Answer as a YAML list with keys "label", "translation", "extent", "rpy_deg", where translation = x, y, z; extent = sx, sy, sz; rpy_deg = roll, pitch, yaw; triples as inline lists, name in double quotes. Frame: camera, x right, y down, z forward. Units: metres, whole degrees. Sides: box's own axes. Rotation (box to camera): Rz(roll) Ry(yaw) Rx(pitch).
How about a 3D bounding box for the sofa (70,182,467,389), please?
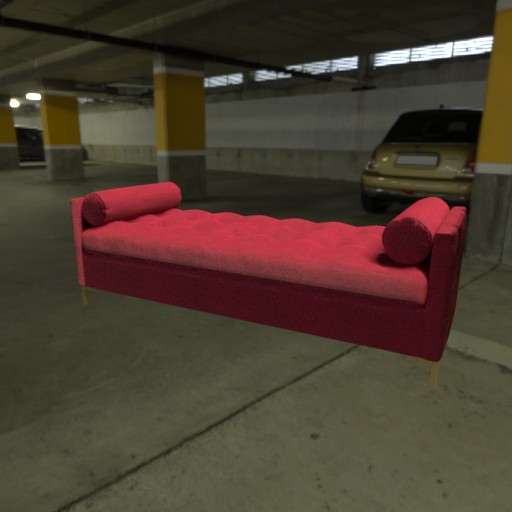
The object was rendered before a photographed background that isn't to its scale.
- label: "sofa"
  translation: [0.000, 0.000, 2.516]
  extent: [2.102, 0.705, 0.796]
  rpy_deg: [8, 17, 27]
